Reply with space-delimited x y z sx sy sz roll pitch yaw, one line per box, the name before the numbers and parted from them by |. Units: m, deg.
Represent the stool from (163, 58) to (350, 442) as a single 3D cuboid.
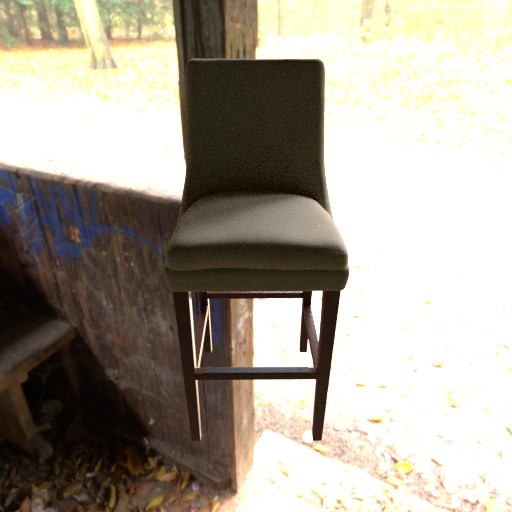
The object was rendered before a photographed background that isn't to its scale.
stool | 0.000 0.000 1.377 0.470 1.078 0.577 0 30 0
